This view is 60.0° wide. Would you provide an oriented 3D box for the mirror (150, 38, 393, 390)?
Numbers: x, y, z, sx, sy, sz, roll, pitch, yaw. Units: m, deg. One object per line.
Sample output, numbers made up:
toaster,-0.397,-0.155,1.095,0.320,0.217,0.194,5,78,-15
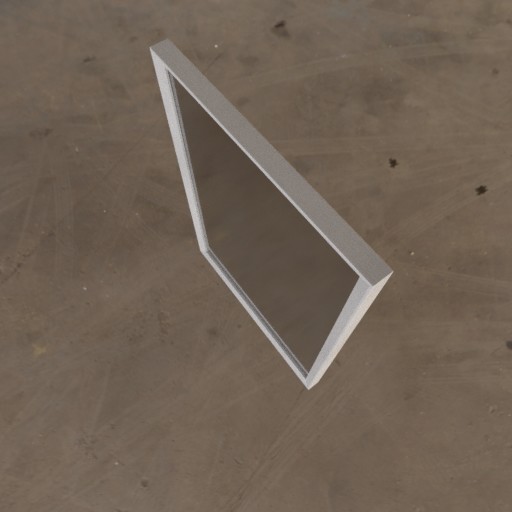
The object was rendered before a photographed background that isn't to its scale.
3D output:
mirror,0.000,0.000,0.930,0.039,0.710,0.507,-34,69,-15
